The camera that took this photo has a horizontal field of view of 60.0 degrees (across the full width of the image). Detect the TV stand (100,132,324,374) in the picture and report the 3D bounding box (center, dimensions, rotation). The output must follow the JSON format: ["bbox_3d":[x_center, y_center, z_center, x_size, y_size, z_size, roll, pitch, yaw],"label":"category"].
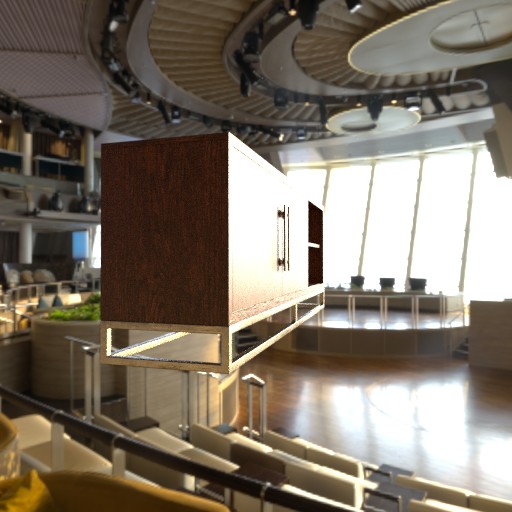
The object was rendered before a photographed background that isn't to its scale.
[{"bbox_3d":[0.000,0.000,1.842,0.382,0.578,1.541,0,-1,17],"label":"TV stand"}]
